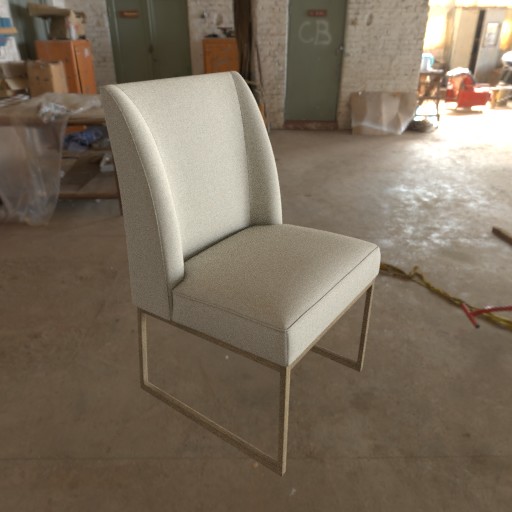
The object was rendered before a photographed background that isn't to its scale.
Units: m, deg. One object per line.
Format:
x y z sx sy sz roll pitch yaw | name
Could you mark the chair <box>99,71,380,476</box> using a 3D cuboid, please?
0.000 0.000 1.181 0.522 0.863 0.508 18 33 31 | chair
